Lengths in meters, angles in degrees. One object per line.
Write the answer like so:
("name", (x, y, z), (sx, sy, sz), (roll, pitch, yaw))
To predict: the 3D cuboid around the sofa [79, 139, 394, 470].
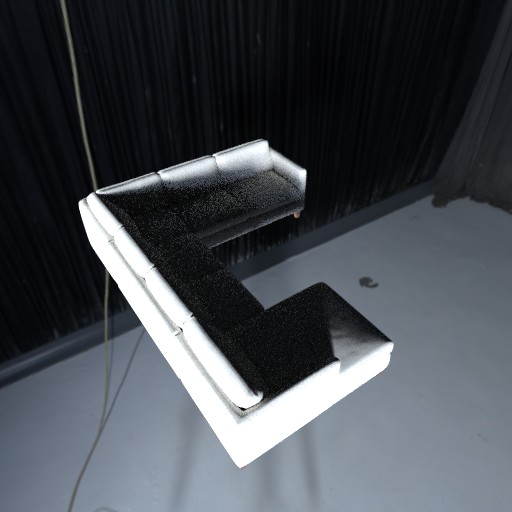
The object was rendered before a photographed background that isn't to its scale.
("sofa", (0.000, 0.000, 4.549), (2.551, 0.853, 3.238), (-24, 46, -26))
